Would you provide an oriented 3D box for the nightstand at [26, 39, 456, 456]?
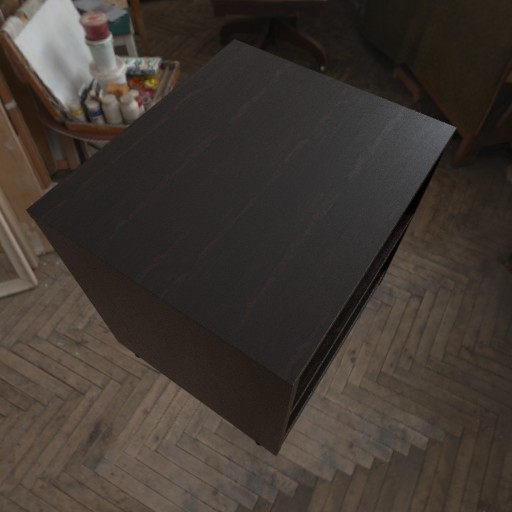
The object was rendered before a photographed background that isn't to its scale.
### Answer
[{"bbox_3d":[0.000,0.000,0.853,0.427,0.487,0.489,30,62,18],"label":"nightstand"}]
